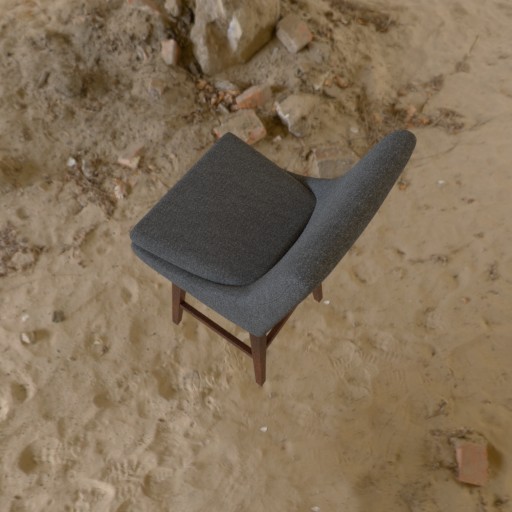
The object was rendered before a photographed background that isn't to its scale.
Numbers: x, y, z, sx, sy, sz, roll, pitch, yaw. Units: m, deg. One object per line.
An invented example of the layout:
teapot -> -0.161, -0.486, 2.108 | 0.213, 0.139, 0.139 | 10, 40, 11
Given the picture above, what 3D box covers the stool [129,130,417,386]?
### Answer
stool -> 0.000, 0.000, 1.395 | 0.572, 1.068, 0.489 | 32, 67, 15
